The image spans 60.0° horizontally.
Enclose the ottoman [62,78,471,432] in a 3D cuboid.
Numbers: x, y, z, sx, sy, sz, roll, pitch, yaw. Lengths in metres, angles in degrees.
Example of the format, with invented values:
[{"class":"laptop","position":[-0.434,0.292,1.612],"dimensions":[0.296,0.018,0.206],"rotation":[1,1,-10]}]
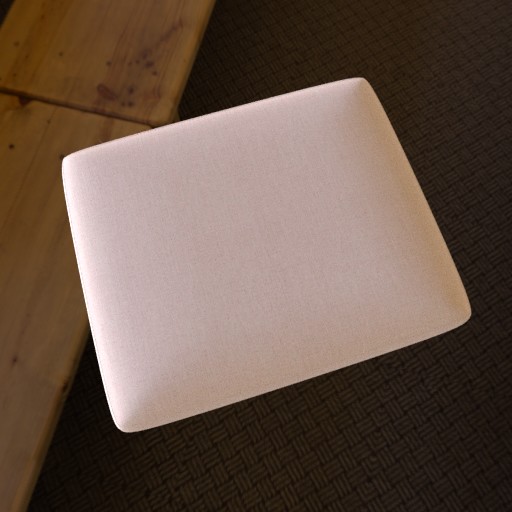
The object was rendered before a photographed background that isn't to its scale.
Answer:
[{"class":"ottoman","position":[0.000,0.000,1.150],"dimensions":[0.794,0.453,0.657],"rotation":[-17,74,-5]}]
